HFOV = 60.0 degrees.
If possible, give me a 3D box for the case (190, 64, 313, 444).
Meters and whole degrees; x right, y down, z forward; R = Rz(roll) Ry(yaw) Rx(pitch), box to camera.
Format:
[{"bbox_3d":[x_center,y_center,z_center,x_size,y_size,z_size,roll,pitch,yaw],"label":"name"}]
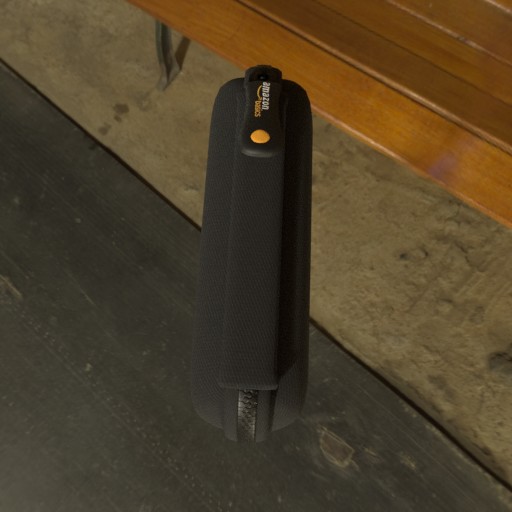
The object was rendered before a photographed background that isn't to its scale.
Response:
[{"bbox_3d":[0.000,0.000,0.176,0.038,0.105,0.132,3,76,1],"label":"case"}]
